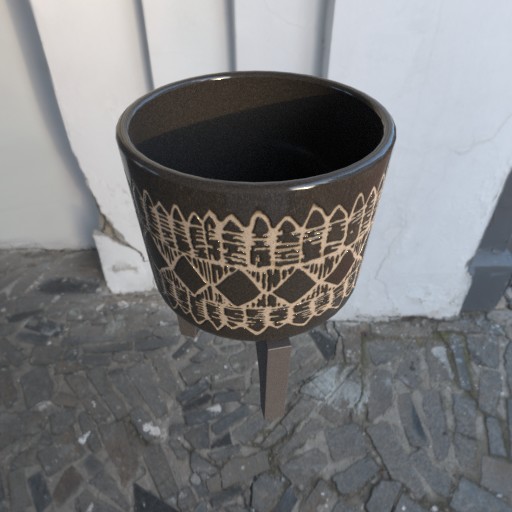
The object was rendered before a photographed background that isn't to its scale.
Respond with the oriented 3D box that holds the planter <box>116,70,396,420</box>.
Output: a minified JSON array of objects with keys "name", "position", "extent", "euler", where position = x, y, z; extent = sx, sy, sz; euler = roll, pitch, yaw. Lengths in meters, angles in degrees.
[{"name":"planter","position":[0.000,0.000,0.401],"extent":[0.196,0.264,0.196],"euler":[12,42,14]}]
